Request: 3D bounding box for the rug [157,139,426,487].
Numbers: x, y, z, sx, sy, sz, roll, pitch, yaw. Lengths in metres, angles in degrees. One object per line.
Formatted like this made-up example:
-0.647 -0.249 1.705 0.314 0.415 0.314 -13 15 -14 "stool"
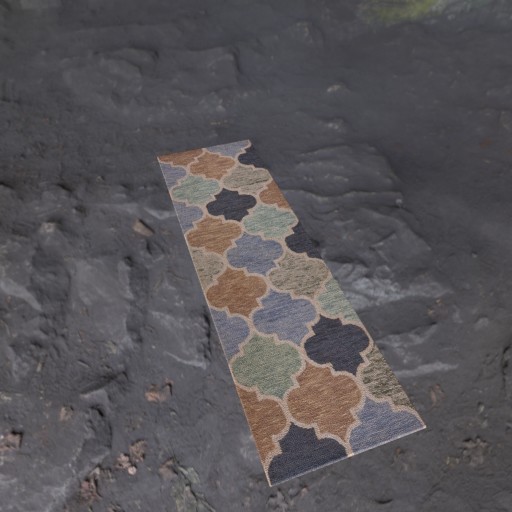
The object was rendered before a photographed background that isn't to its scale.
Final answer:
0.000 0.000 2.483 0.687 0.011 2.287 -14 48 -13 "rug"
